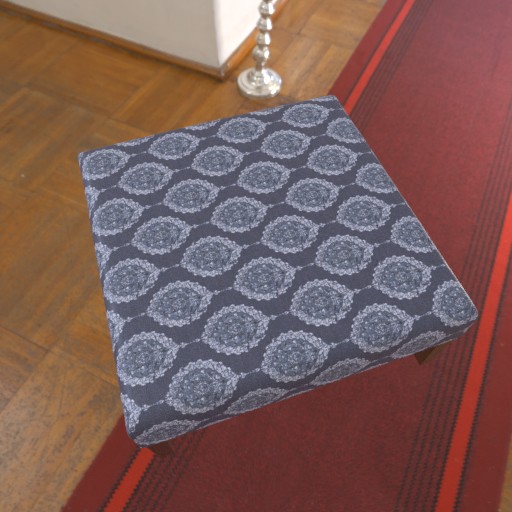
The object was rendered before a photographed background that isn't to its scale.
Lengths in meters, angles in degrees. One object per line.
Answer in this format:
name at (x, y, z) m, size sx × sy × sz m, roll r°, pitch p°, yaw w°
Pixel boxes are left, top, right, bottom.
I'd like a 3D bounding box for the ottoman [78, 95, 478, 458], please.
ottoman at (0.000, 0.000, 1.376) m, size 0.890 × 0.409 × 0.889 m, roll -16°, pitch 59°, yaw -10°
